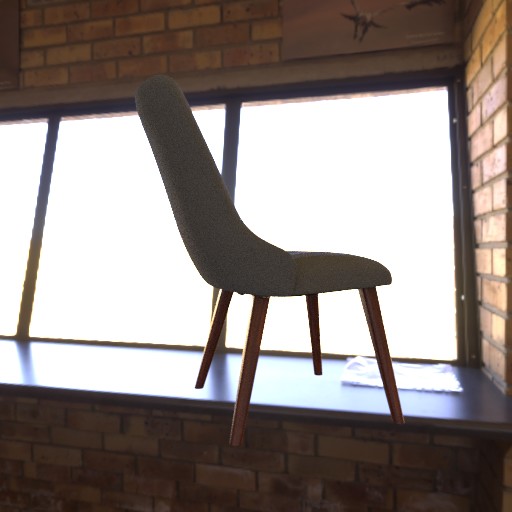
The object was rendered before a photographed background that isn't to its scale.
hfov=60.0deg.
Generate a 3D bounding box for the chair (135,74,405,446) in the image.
[{"bbox_3d":[0.000,0.000,1.348,0.707,0.918,0.535,0,1,-18],"label":"chair"}]
